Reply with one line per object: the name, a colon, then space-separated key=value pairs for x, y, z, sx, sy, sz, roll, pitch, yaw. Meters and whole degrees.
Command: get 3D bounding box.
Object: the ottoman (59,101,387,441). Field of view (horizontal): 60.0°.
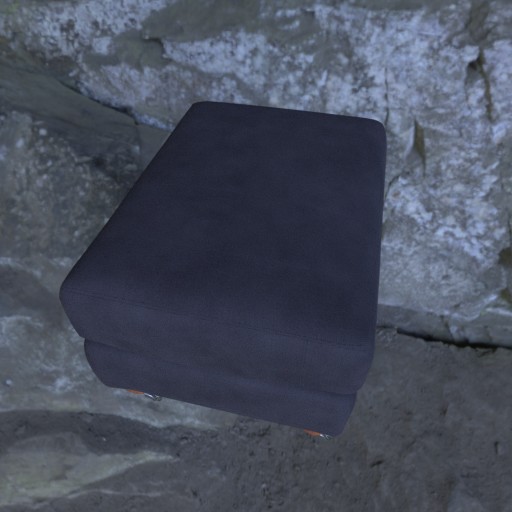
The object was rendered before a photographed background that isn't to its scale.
ottoman: x=0.000 y=0.000 z=1.123 sx=0.574 sy=0.497 sz=0.773 roll=10 pitch=46 yaw=9
